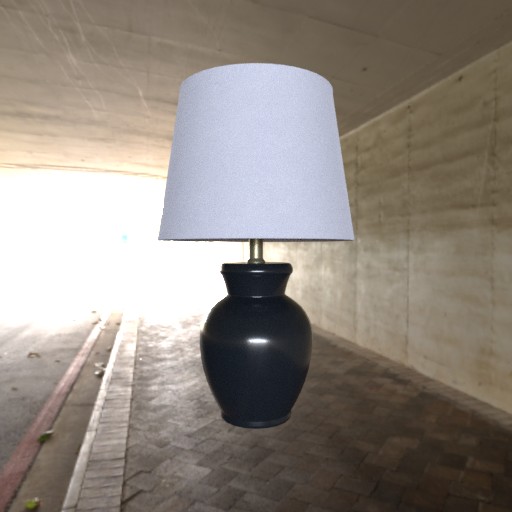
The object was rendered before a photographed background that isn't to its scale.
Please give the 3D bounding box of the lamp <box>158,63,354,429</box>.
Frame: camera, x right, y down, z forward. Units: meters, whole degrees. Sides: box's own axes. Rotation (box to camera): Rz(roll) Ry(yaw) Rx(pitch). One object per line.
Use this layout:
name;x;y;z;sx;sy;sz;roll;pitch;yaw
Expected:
lamp;0.000;0.000;0.552;0.239;0.399;0.239;0;1;0
